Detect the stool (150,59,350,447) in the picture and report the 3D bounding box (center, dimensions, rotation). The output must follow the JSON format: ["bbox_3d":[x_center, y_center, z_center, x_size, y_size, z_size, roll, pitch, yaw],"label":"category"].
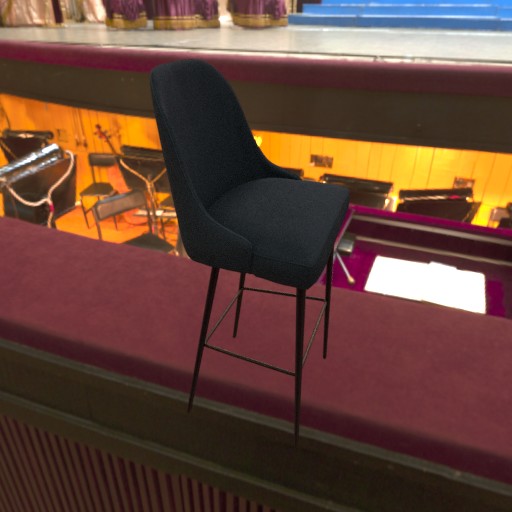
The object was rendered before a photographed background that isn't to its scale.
[{"bbox_3d":[0.000,0.000,1.363,0.489,1.079,0.527,10,31,17],"label":"stool"}]
